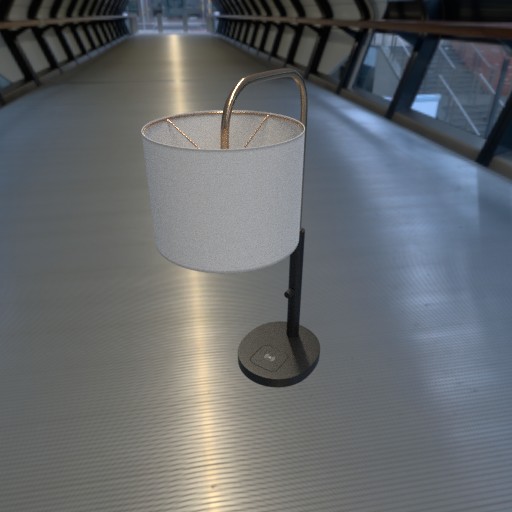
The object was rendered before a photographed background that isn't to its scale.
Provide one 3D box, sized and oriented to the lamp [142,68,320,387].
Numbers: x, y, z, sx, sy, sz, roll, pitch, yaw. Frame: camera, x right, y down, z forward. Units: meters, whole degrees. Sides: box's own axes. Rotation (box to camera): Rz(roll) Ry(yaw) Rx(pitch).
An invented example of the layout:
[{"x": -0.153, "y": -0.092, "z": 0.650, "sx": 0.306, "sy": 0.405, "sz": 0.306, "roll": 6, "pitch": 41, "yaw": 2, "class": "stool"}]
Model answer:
[{"x": 0.000, "y": 0.000, "z": 0.704, "sx": 0.199, "sy": 0.540, "sz": 0.337, "roll": 19, "pitch": 35, "yaw": 30, "class": "lamp"}]
